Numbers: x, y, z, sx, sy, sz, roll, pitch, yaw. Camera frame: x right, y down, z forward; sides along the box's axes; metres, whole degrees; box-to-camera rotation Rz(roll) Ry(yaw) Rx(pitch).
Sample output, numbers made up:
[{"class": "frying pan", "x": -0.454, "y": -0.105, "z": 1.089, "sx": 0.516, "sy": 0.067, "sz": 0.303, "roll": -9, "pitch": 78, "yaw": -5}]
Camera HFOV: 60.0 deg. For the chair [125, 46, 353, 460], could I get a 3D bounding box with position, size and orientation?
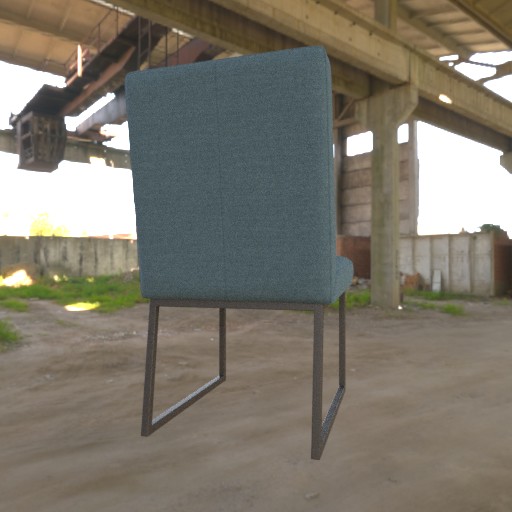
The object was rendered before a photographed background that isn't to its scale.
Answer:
[{"class": "chair", "x": 0.000, "y": 0.000, "z": 1.319, "sx": 0.520, "sy": 0.930, "sz": 0.634, "roll": 0, "pitch": 0, "yaw": 17}]
